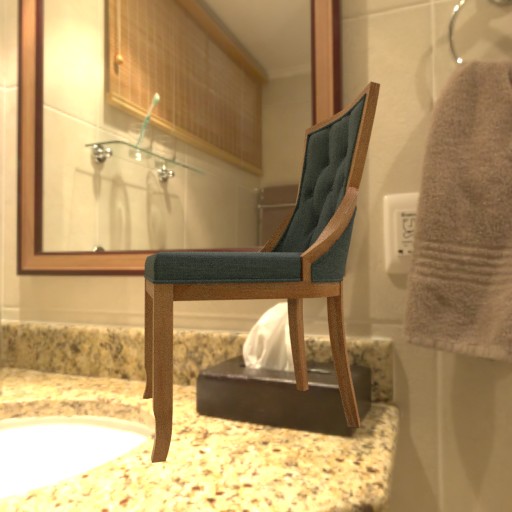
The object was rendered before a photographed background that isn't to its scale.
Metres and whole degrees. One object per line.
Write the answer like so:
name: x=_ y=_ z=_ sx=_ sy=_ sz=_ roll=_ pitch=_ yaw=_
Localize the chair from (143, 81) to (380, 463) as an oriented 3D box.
chair: x=0.000 y=0.000 z=1.341 sx=0.641 sy=0.947 sz=0.524 roll=0 pitch=-1 yaw=-16
